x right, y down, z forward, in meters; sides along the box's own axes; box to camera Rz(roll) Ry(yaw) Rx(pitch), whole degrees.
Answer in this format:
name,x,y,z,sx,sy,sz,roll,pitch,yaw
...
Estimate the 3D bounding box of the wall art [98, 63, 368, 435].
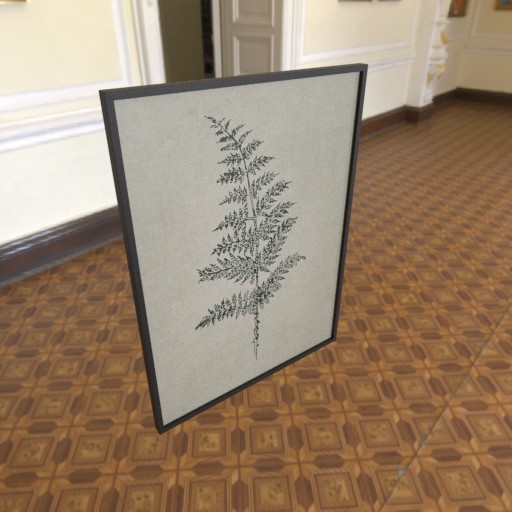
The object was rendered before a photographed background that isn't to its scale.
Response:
name,x,y,z,sx,sy,sz,roll,pitch,yaw
wall art,0.000,0.000,1.402,0.802,1.070,0.036,-20,35,-30
